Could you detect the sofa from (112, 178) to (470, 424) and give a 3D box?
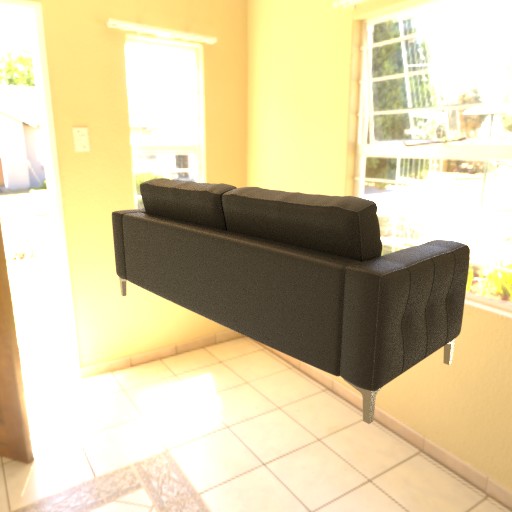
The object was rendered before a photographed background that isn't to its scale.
[{"bbox_3d":[0.000,0.000,2.746,0.833,0.893,2.275,-13,19,-41],"label":"sofa"}]
